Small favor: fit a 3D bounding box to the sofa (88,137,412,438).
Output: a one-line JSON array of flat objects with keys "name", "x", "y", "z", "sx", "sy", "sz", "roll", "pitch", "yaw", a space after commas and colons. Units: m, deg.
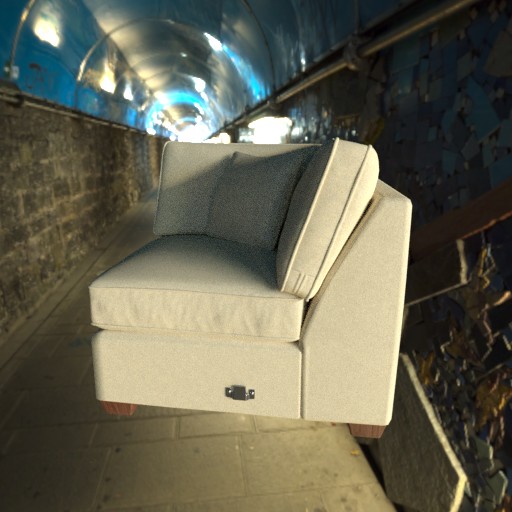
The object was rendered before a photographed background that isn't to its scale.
[{"name": "sofa", "x": 0.000, "y": 0.000, "z": 1.951, "sx": 1.084, "sy": 1.002, "sz": 1.146, "roll": 2, "pitch": 14, "yaw": 8}]
